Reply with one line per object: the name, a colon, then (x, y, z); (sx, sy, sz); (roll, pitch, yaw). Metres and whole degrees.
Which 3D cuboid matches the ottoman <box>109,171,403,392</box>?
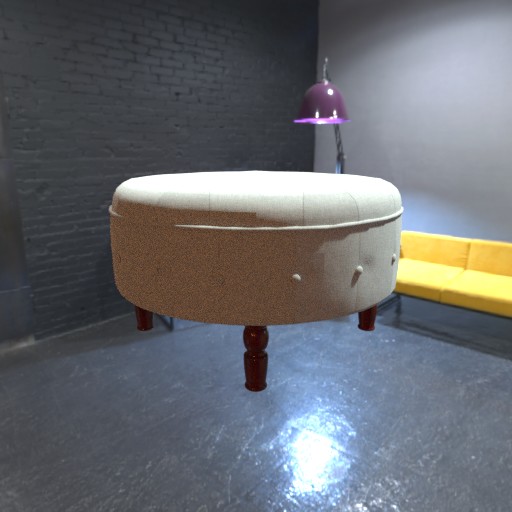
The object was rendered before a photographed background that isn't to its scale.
ottoman: (0.000, 0.000, 1.381); (0.850, 0.483, 0.850); (0, 14, 0)
